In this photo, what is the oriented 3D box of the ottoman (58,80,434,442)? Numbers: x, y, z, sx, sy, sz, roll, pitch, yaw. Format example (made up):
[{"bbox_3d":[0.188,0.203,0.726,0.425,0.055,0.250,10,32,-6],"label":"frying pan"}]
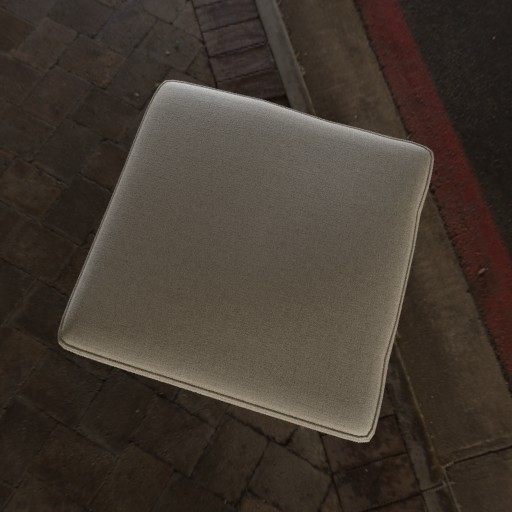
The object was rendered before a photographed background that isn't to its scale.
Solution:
[{"bbox_3d":[0.000,0.000,1.358,0.838,0.478,0.838,16,76,4],"label":"ottoman"}]
